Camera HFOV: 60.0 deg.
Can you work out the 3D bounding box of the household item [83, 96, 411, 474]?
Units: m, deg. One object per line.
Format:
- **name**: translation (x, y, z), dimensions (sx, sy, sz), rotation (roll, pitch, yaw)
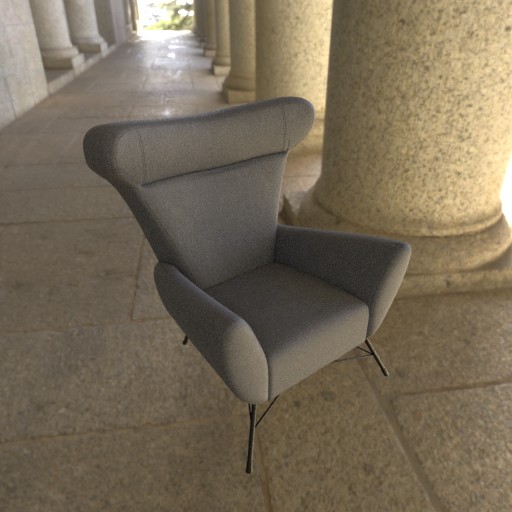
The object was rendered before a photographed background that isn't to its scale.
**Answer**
- **household item**: translation (0.000, 0.000, 1.760), dimensions (0.980, 1.050, 0.900), rotation (-21, 36, -32)
